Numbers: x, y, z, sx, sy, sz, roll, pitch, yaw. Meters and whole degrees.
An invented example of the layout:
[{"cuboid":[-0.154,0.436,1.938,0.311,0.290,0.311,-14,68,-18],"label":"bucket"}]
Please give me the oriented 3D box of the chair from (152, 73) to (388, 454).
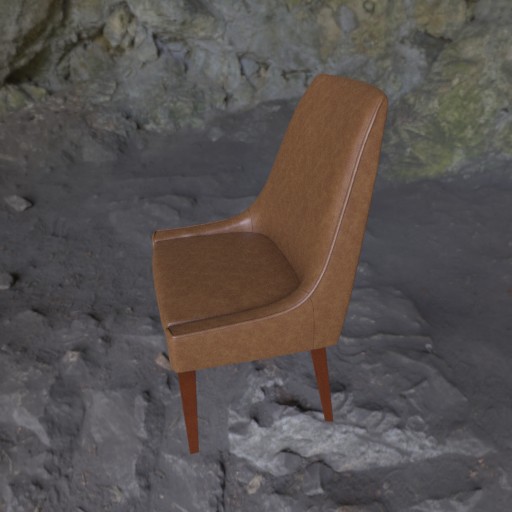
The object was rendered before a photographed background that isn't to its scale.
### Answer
[{"cuboid":[0.000,0.000,1.186,0.544,0.861,0.529,-7,30,-13],"label":"chair"}]
